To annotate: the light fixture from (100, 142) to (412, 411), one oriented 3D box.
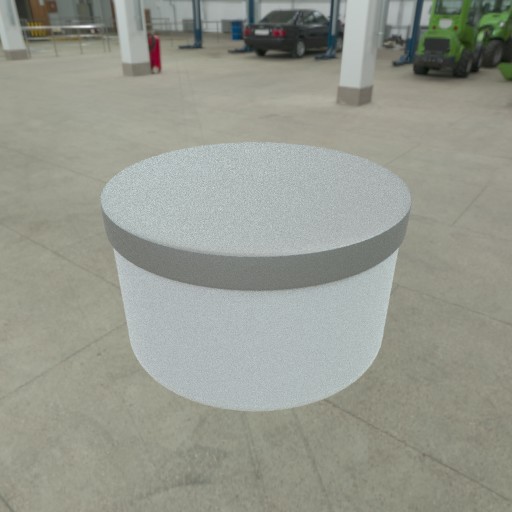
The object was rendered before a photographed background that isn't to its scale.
[{"bbox_3d":[0.000,0.000,0.639,0.393,0.229,0.393,0,29,0],"label":"light fixture"}]
